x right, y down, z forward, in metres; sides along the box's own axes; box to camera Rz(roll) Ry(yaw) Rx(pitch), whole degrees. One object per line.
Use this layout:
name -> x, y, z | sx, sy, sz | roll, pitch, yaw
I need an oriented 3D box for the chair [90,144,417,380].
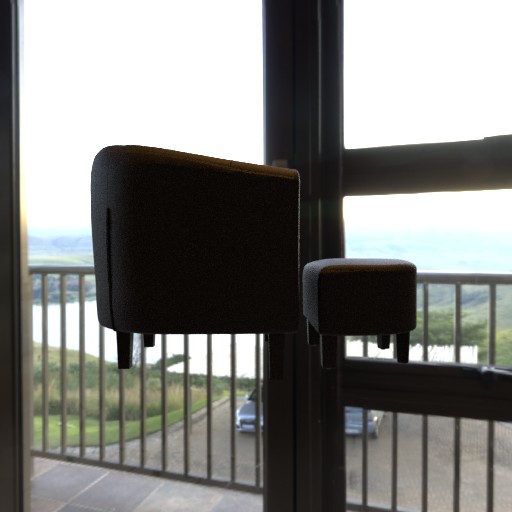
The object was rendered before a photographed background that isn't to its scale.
chair -> 0.000, 0.000, 1.677 | 1.191, 0.760, 0.763 | 0, 1, 0
